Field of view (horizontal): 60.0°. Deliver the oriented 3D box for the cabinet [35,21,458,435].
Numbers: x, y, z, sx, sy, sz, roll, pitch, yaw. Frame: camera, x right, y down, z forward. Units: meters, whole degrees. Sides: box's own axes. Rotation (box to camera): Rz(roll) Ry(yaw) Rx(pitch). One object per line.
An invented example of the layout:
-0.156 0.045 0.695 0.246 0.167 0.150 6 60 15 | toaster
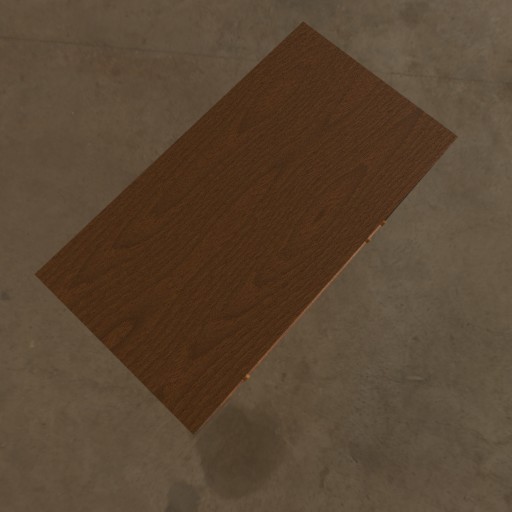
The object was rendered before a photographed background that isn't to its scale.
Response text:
0.000 0.000 1.158 0.388 0.748 0.712 41 79 10 | cabinet
